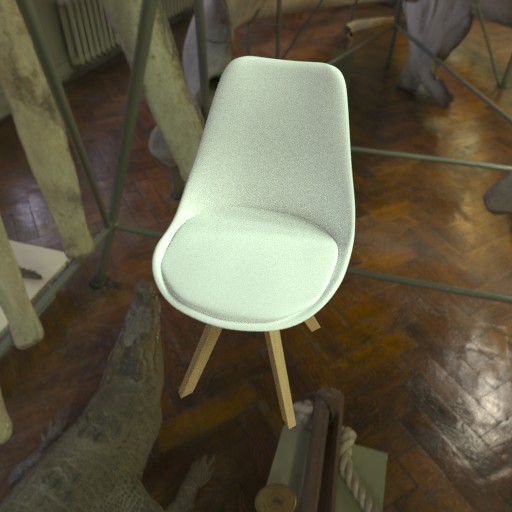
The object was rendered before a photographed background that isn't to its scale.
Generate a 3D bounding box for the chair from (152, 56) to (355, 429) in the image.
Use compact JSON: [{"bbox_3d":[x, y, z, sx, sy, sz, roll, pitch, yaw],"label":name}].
[{"bbox_3d":[0.000,0.000,1.180,0.485,0.849,0.550,11,43,13],"label":"chair"}]
